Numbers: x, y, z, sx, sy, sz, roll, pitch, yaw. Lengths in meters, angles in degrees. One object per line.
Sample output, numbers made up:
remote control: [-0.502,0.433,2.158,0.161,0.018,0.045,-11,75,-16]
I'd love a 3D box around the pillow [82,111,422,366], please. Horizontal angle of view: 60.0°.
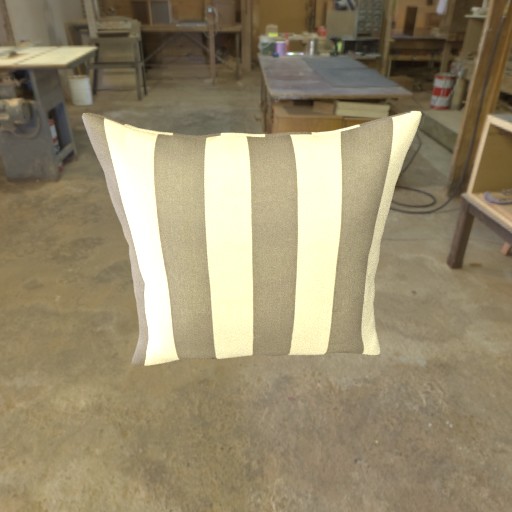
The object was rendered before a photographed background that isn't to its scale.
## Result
pillow: [0.000,0.000,0.800,0.522,0.507,0.192,-1,30,-2]
